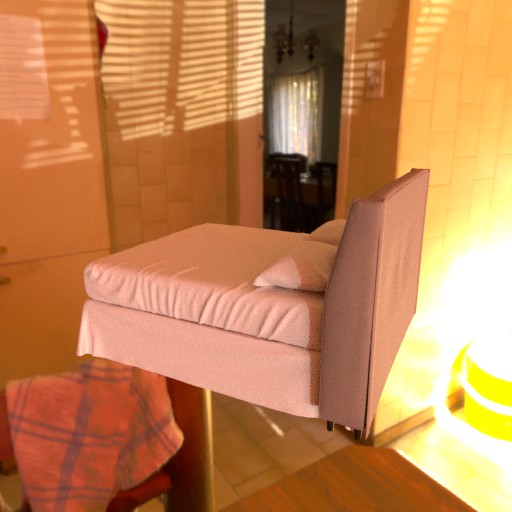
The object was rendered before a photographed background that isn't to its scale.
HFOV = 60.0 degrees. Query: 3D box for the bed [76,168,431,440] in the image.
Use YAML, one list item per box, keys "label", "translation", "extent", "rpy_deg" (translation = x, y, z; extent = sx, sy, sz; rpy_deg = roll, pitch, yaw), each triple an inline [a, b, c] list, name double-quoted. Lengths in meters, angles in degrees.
- label: "bed"
  translation: [0.000, 0.000, 3.479]
  extent: [2.276, 1.332, 1.925]
  rpy_deg: [8, 18, 26]
